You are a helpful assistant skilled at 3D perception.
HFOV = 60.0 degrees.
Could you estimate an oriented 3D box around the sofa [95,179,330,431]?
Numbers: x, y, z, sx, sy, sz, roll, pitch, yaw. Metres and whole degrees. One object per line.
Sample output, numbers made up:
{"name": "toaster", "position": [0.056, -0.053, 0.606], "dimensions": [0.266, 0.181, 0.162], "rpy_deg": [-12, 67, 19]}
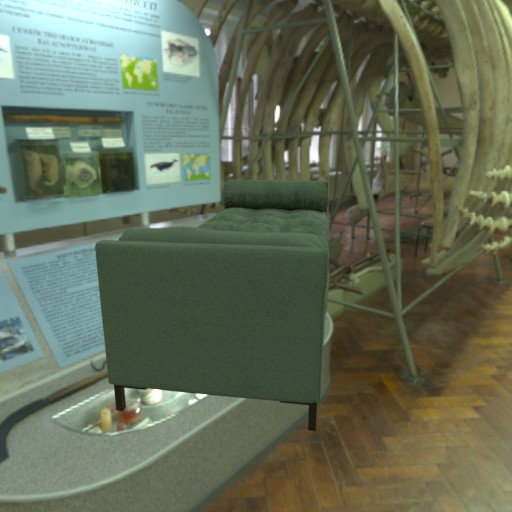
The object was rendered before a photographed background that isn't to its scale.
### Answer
{"name": "sofa", "position": [0.000, 0.000, 2.499], "dimensions": [0.817, 0.681, 2.130], "rpy_deg": [3, 16, 9]}
